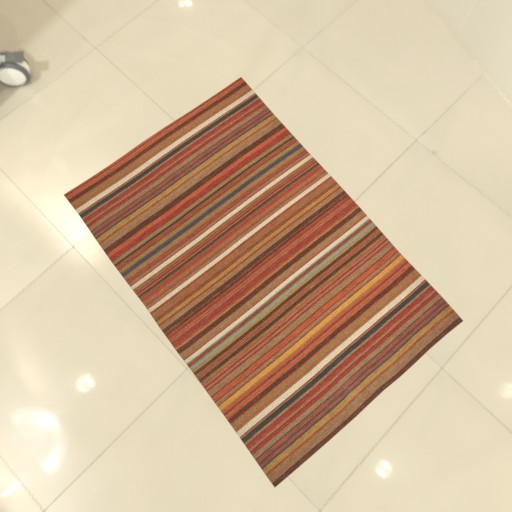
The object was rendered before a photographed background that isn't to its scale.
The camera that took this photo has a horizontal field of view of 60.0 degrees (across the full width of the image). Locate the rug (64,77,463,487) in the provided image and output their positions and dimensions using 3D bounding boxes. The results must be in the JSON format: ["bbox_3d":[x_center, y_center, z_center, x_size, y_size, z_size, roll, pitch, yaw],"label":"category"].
[{"bbox_3d":[0.000,0.000,2.307,1.217,0.007,1.828,-37,78,-10],"label":"rug"}]
